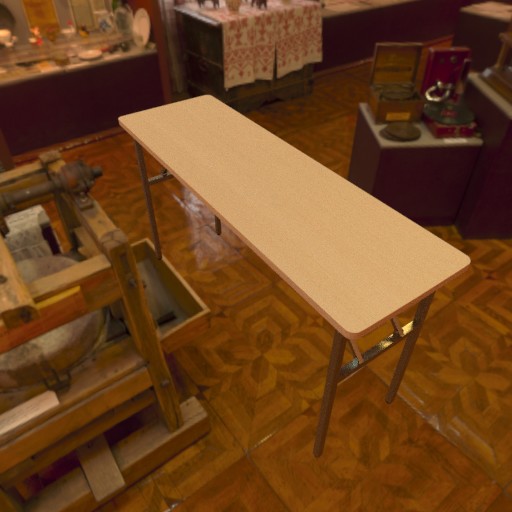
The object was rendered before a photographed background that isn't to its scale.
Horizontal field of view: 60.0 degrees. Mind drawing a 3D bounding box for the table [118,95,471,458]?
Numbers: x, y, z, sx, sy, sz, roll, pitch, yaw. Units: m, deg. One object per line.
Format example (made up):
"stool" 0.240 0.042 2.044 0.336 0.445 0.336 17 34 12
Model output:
"table" 0.000 0.000 1.755 0.446 0.750 1.397 -25 47 -25
